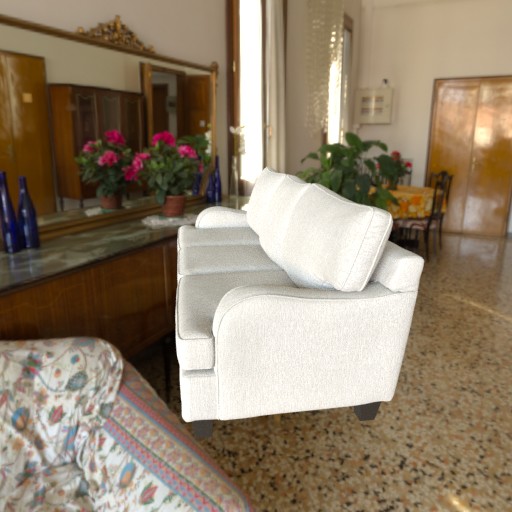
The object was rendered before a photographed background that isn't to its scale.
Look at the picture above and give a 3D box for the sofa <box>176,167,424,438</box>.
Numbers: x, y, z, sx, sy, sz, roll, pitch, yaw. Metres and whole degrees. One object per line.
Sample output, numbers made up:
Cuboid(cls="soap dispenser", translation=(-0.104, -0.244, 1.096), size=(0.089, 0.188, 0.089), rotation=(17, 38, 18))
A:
Cuboid(cls="sofa", translation=(0.000, 0.000, 2.868), size=(1.016, 0.991, 2.323), rotation=(-2, 15, -9))
